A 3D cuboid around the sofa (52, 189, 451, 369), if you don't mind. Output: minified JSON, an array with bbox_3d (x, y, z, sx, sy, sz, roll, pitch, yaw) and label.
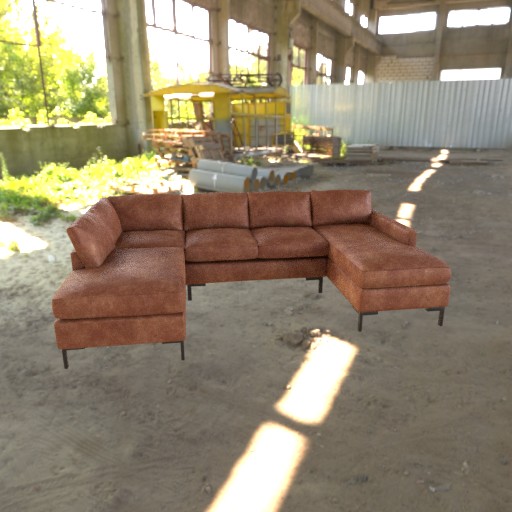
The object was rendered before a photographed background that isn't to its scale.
[{"bbox_3d":[0.000,0.000,3.952,2.956,0.900,1.939,-3,17,-8],"label":"sofa"}]
